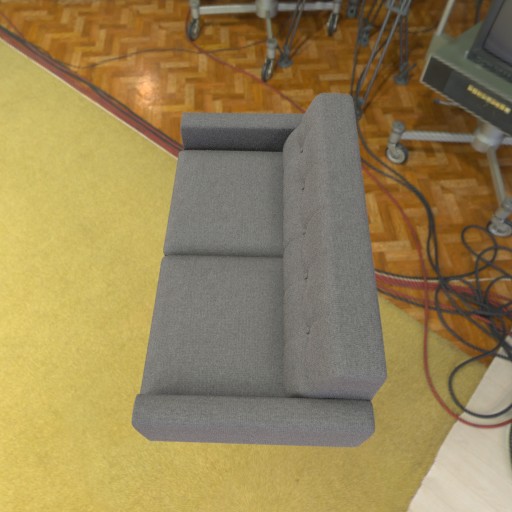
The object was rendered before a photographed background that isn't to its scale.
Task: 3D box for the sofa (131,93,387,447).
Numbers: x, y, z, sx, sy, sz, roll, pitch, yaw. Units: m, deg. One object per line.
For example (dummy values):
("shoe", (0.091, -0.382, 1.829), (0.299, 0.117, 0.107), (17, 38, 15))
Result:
("sofa", (0.000, 0.000, 2.120), (0.909, 0.841, 1.631), (1, 59, 1))
